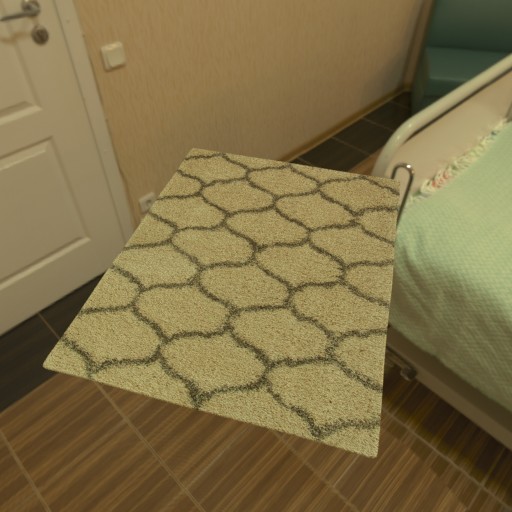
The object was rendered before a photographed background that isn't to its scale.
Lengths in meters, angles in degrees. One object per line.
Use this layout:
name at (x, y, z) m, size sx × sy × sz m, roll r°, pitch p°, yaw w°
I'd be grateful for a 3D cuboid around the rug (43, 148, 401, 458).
rug at (0.000, 0.000, 3.987) m, size 2.399 × 0.026 × 3.000 m, roll 11°, pitch 47°, yaw 11°
